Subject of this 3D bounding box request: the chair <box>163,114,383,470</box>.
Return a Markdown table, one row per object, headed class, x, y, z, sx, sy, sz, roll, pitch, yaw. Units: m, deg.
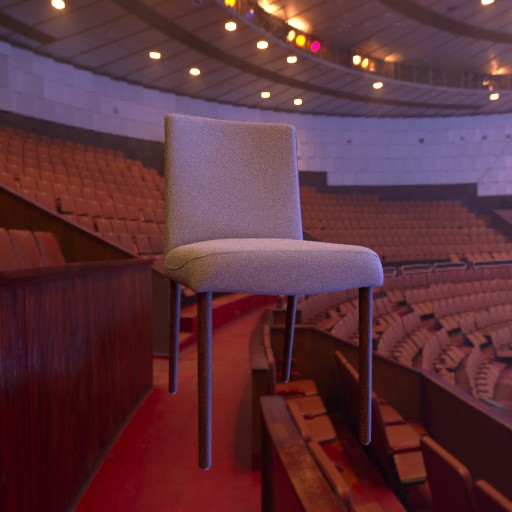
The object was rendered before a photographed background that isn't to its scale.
| class | x | y | z | sx | sy | sz | roll | pitch | yaw |
| --- | --- | --- | --- | --- | --- | --- | --- | --- | --- |
| chair | 0.000 | 0.000 | 1.181 | 0.456 | 0.859 | 0.570 | 0 | 1 | -18 |
